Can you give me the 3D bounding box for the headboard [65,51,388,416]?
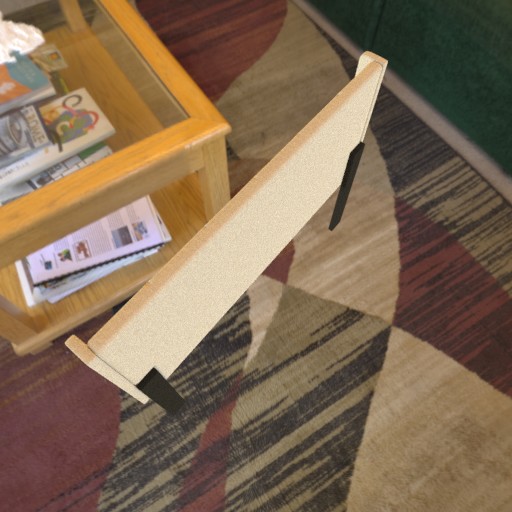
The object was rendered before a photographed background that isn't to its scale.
[{"bbox_3d":[0.000,0.000,2.650,0.184,1.524,2.051,36,69,17],"label":"headboard"}]
